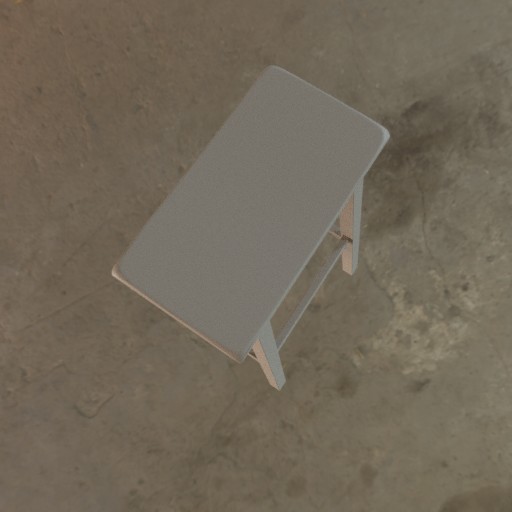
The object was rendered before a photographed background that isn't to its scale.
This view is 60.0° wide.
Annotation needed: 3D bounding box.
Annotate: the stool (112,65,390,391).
[{"bbox_3d":[0.000,0.000,1.050,0.476,0.737,0.457,33,78,8],"label":"stool"}]
